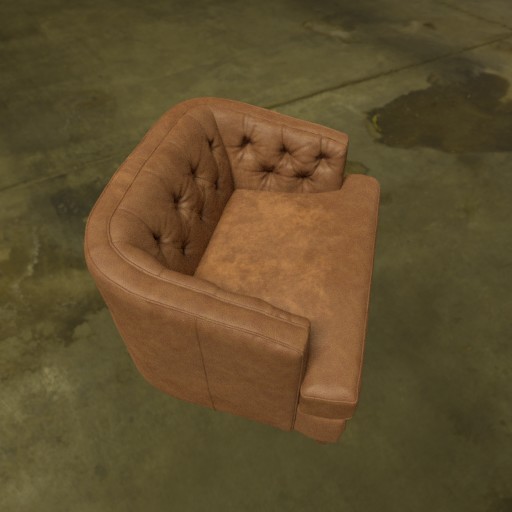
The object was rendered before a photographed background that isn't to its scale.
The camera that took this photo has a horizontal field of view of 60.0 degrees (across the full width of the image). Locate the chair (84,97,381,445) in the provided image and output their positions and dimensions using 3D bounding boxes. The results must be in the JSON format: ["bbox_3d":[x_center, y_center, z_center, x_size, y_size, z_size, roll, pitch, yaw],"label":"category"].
[{"bbox_3d":[0.000,0.000,1.752,0.911,0.836,1.119,11,48,10],"label":"chair"}]
